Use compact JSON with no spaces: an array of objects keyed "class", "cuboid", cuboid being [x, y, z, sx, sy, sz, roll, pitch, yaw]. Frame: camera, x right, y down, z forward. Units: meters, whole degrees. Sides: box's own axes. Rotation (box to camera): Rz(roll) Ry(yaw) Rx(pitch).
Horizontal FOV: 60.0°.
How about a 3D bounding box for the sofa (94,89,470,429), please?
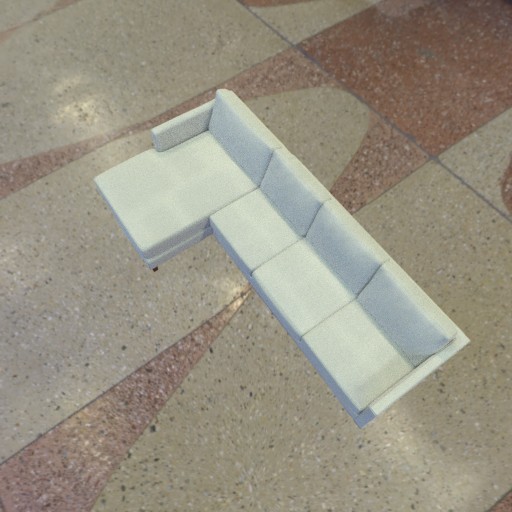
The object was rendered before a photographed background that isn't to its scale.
[{"class":"sofa","cuboid":[0.000,0.000,3.833,1.625,0.861,3.186,-32,66,-16]}]
